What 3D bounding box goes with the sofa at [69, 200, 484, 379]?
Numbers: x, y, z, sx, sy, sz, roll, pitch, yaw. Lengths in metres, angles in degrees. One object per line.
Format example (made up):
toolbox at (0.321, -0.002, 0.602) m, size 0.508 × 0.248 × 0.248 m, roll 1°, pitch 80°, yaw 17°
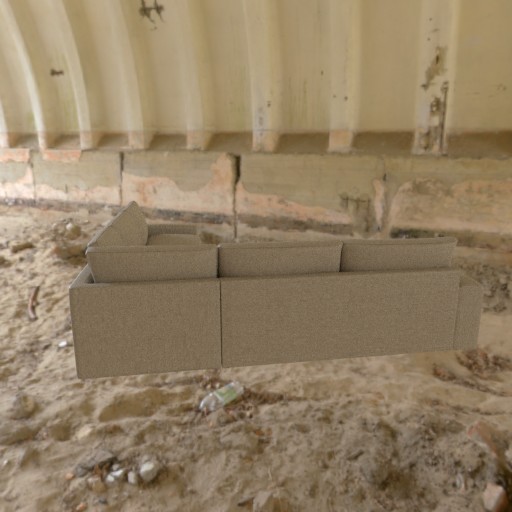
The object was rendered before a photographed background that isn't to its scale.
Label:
sofa at (0.000, 0.000, 4.054) m, size 2.622 × 0.800 × 2.742 m, roll -2°, pitch 14°, yaw -9°
